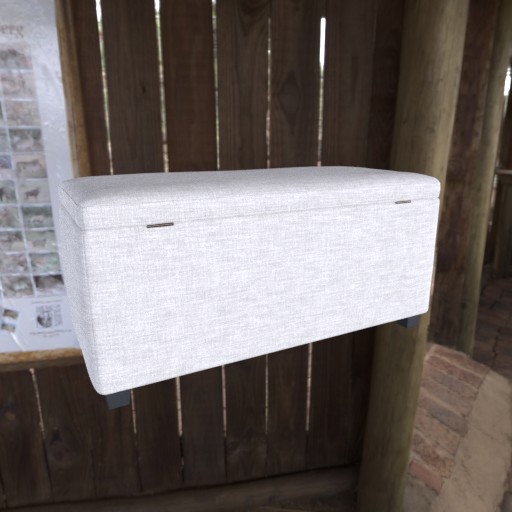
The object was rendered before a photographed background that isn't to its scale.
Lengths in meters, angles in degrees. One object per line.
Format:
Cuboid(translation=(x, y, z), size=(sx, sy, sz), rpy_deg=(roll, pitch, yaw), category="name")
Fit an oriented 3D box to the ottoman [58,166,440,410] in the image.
Cuboid(translation=(0.000, 0.000, 1.153), size=(0.902, 0.432, 0.419), rpy_deg=(-8, 17, -27), category="ottoman")
